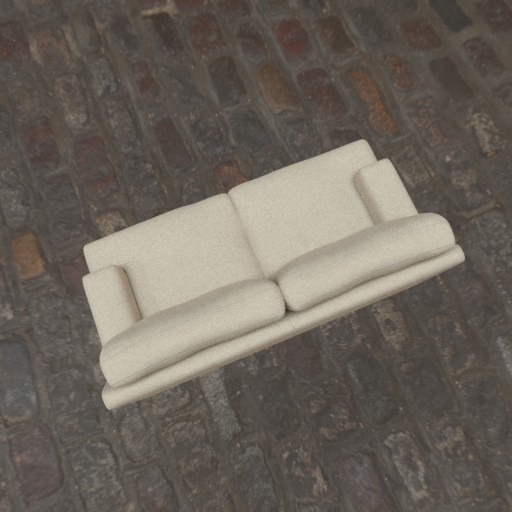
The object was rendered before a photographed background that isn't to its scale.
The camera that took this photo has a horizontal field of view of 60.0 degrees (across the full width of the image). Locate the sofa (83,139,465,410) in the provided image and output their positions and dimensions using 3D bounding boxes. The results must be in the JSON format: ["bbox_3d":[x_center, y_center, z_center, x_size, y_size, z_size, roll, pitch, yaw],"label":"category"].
[{"bbox_3d":[0.000,0.000,2.483,1.885,0.967,0.962,-22,77,-5],"label":"sofa"}]
